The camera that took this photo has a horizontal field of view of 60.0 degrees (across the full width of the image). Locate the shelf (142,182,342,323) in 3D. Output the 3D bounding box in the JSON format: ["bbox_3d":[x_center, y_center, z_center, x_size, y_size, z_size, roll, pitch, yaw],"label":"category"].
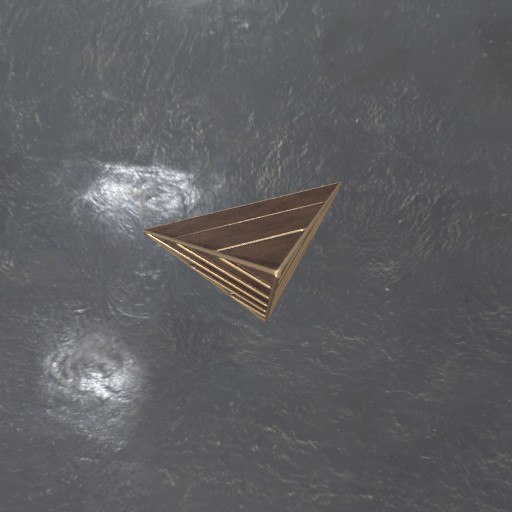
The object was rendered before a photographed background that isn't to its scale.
[{"bbox_3d":[0.000,0.000,1.185,0.564,0.913,0.294,-14,77,-3],"label":"shelf"}]
